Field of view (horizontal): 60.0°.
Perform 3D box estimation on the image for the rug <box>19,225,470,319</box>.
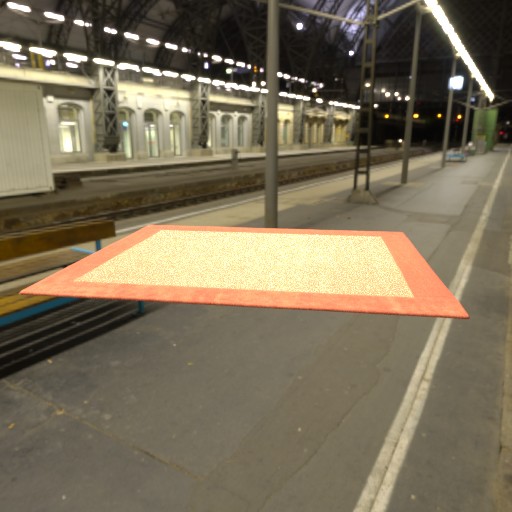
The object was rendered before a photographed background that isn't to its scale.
[{"bbox_3d":[0.000,0.000,4.007,2.976,0.018,2.430,2,15,8],"label":"rug"}]
